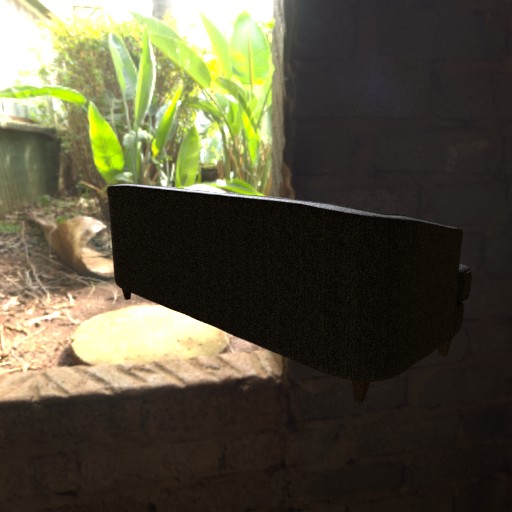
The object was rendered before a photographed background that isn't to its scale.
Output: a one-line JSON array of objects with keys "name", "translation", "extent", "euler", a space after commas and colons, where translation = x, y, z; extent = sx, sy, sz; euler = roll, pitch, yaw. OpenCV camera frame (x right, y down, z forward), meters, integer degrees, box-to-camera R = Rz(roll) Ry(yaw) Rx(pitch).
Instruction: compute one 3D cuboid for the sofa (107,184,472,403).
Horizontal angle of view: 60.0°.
[{"name": "sofa", "translation": [0.000, 0.000, 2.738], "extent": [2.278, 0.855, 0.941], "euler": [13, 18, 43]}]
